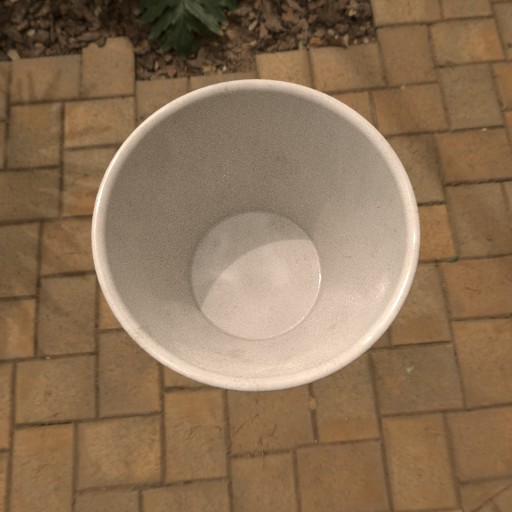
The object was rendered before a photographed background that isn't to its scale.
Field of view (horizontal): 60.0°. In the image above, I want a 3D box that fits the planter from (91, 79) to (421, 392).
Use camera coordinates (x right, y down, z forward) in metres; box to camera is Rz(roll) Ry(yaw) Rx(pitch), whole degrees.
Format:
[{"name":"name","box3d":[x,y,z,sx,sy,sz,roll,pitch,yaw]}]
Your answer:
[{"name":"planter","box3d":[0.000,0.000,0.457,0.260,0.220,0.260,0,75,0]}]
